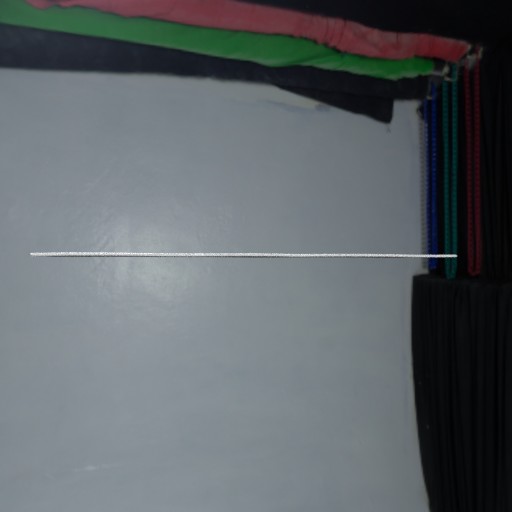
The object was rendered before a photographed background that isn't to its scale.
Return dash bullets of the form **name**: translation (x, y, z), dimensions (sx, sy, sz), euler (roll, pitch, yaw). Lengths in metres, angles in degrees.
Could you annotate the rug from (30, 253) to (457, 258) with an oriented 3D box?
- **rug**: translation (0.000, 0.000, 2.465), dimensions (2.182, 0.015, 0.645), euler (0, -1, -18)
